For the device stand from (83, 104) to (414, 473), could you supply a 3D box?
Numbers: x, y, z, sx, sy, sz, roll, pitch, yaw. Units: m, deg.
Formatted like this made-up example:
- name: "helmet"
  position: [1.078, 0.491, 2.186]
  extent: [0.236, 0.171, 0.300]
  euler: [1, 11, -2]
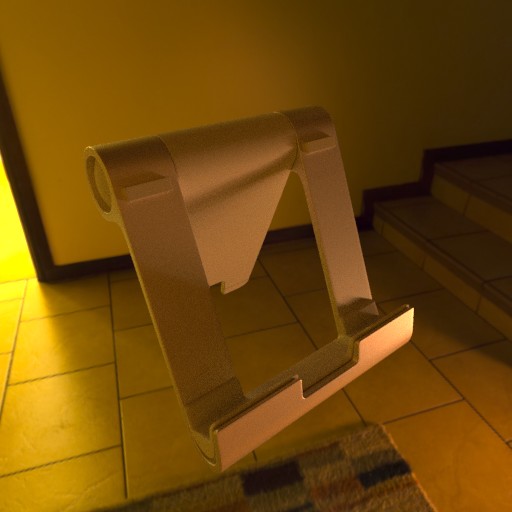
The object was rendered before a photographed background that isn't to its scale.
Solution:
- name: "device stand"
  position: [0.000, 0.000, 0.153]
  extent: [0.086, 0.084, 0.079]
  euler: [-22, 37, -32]
